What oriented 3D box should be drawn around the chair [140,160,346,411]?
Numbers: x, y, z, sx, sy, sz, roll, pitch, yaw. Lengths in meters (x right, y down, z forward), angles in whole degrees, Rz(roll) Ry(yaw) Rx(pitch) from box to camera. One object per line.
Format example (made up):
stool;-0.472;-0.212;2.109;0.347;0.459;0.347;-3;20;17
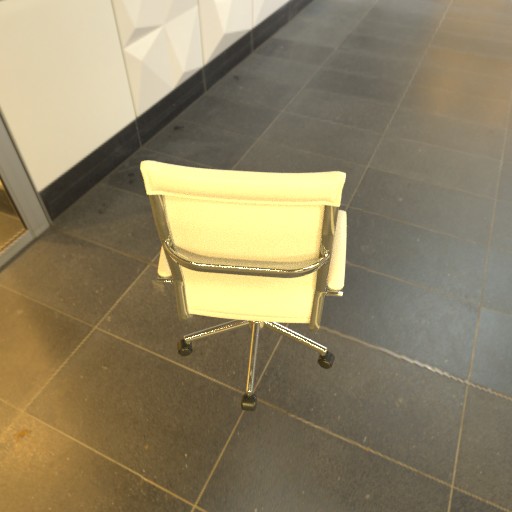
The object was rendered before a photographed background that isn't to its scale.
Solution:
chair;0.000;0.000;1.536;0.679;1.149;0.679;4;46;4
